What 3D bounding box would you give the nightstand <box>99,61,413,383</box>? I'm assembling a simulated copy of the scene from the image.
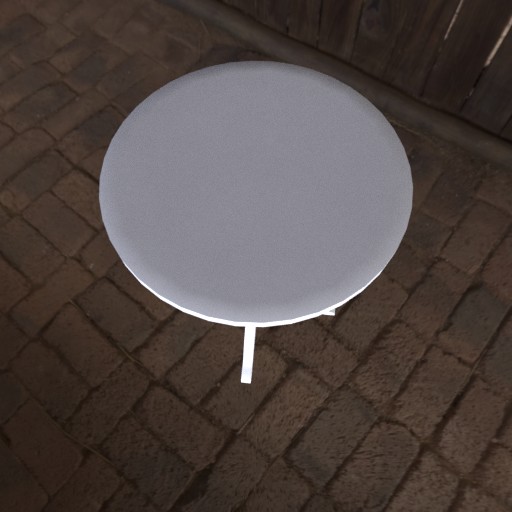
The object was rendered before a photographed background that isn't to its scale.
[{"bbox_3d":[0.000,0.000,1.026,0.513,0.653,0.513,14,66,7],"label":"nightstand"}]
